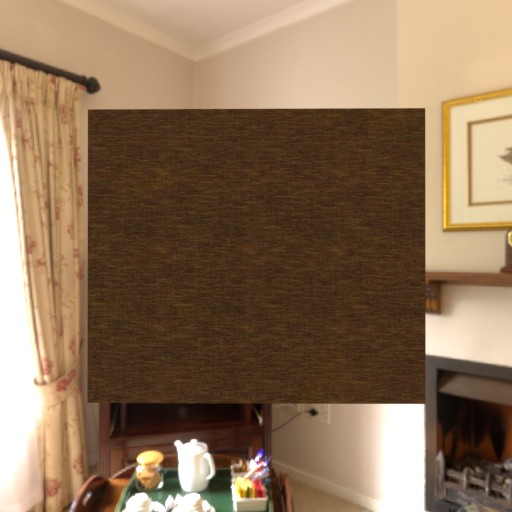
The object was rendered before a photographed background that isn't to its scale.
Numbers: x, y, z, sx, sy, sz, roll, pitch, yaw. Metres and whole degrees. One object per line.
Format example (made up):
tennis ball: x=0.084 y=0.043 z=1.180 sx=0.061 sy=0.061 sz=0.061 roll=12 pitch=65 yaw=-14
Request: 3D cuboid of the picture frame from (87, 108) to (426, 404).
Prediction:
picture frame: x=0.000 y=0.000 z=0.513 sx=0.378 sy=0.330 sz=0.033 roll=0 pitch=0 yaw=1
